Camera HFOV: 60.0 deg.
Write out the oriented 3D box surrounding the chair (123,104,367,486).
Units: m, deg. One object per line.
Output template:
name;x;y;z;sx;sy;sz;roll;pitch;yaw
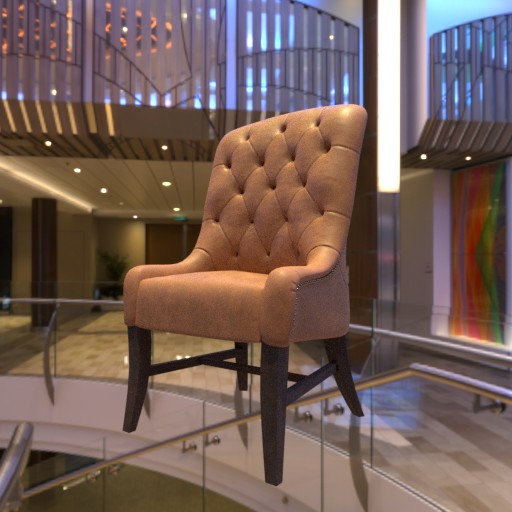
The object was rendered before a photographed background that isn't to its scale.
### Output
chair;0.000;0.000;1.465;0.634;1.091;0.629;0;-1;36
